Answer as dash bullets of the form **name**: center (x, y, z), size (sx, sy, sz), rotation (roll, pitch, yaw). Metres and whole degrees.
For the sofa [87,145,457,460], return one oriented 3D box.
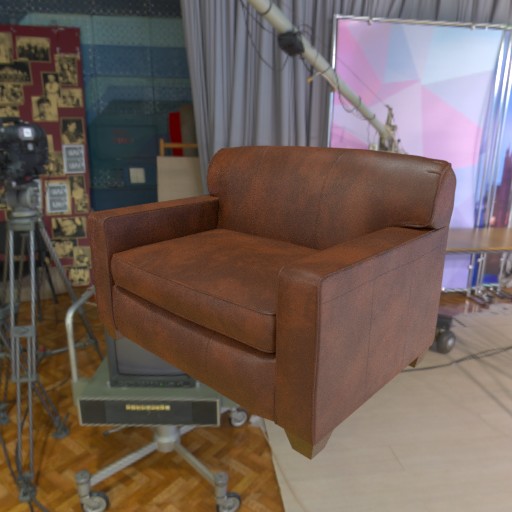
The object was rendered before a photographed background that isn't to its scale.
- **sofa**: center (0.000, 0.000, 2.048), size (1.413, 0.956, 1.000), rotation (15, 23, 41)
